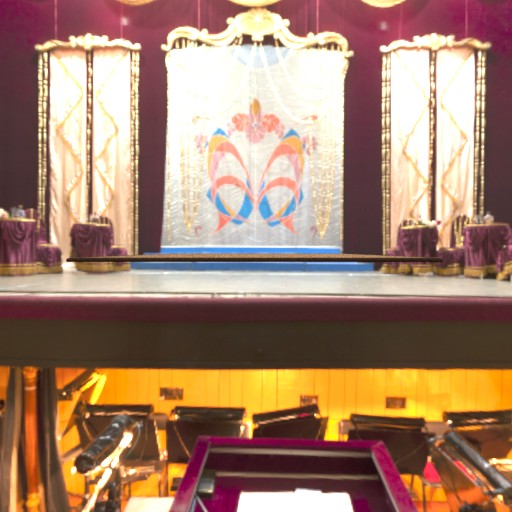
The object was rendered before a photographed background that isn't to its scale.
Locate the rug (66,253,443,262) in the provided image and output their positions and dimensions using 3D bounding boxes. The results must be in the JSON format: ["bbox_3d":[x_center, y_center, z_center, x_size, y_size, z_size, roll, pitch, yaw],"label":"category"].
[{"bbox_3d":[0.000,0.000,2.076,1.067,0.013,1.676,0,1,0],"label":"rug"}]
